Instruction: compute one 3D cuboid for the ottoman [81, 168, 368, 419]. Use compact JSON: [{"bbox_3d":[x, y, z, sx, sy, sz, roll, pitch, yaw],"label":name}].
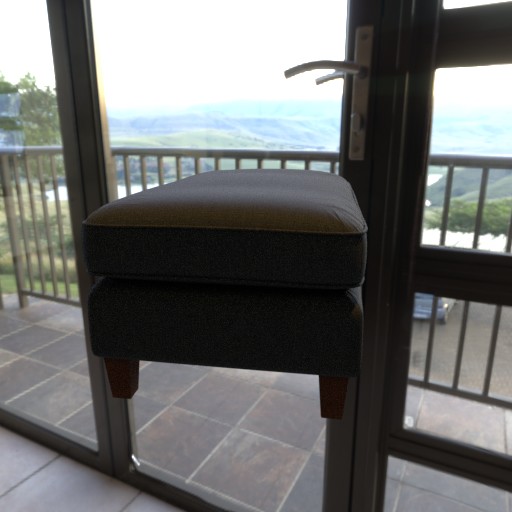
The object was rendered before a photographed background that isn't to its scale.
[{"bbox_3d":[0.000,0.000,1.241,0.570,0.438,0.885,2,16,9],"label":"ottoman"}]
